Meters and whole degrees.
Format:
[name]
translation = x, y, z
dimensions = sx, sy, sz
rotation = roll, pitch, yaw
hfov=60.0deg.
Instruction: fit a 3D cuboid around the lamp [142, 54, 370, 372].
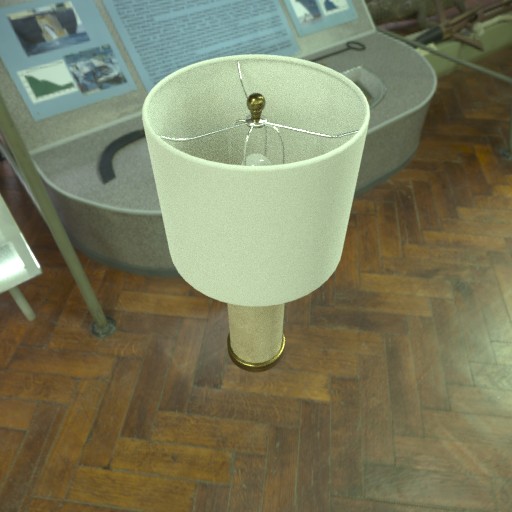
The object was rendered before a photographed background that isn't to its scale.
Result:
[lamp]
translation = 0.000, 0.000, 0.824
dimensions = 0.305, 0.634, 0.305
rotation = 16, 49, 14
